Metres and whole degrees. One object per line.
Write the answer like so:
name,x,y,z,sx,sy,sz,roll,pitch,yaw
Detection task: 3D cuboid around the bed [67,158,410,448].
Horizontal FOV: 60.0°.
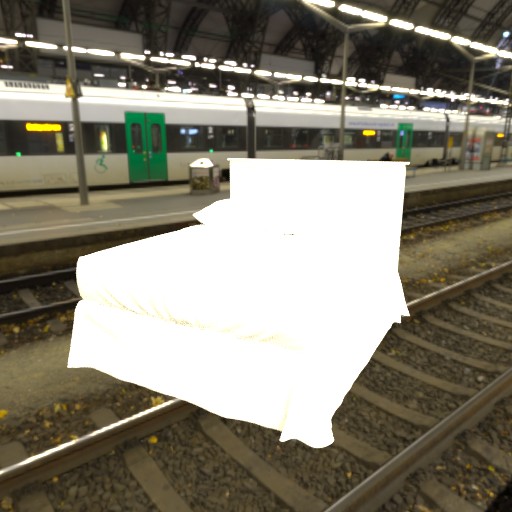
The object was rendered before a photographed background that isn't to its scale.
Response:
bed,0.000,0.000,3.164,1.876,1.269,2.047,8,16,28
